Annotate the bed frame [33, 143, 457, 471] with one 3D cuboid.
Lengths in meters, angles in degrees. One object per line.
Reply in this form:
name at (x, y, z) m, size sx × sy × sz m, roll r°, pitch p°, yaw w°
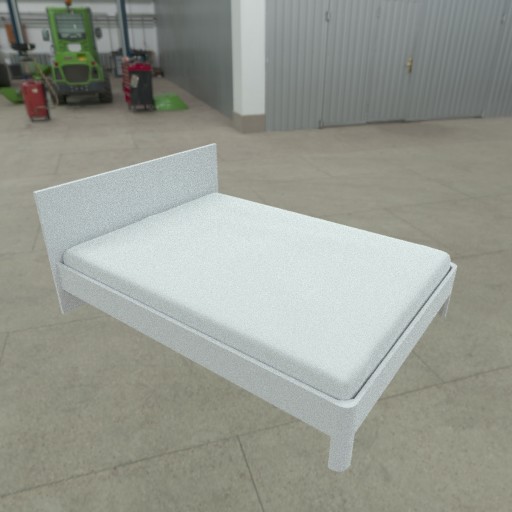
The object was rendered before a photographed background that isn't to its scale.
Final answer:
bed frame at (0.000, 0.000, 2.628) m, size 1.950 × 0.800 × 1.490 m, roll 19°, pitch 32°, yaw 32°
